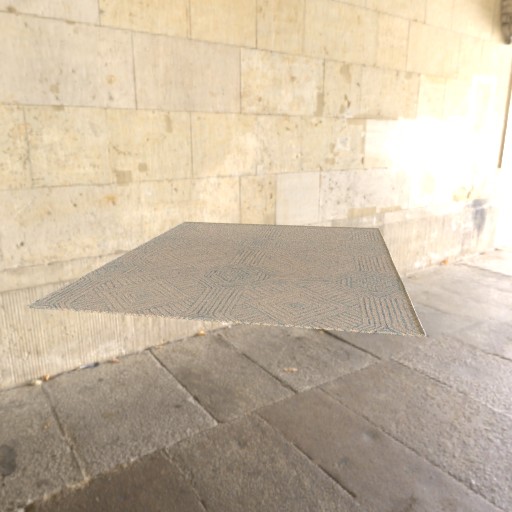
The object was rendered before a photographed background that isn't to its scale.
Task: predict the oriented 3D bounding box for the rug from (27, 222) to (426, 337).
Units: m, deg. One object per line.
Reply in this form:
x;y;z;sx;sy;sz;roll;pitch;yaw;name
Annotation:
0.000;0.000;4.088;2.457;0.015;3.049;3;15;10;rug
